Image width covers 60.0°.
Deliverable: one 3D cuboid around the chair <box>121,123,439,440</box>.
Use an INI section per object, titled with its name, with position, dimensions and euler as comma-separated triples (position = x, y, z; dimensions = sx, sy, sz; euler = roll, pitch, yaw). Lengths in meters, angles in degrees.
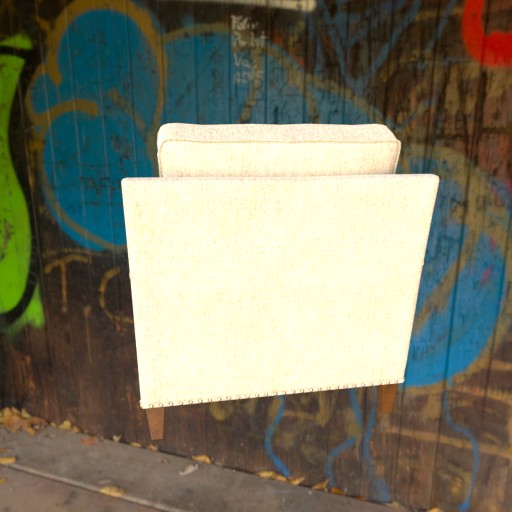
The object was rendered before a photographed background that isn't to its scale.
[chair]
position = 0.000, 0.000, 1.695
dimensions = 0.853, 0.943, 1.014
euler = -3, 14, -10
